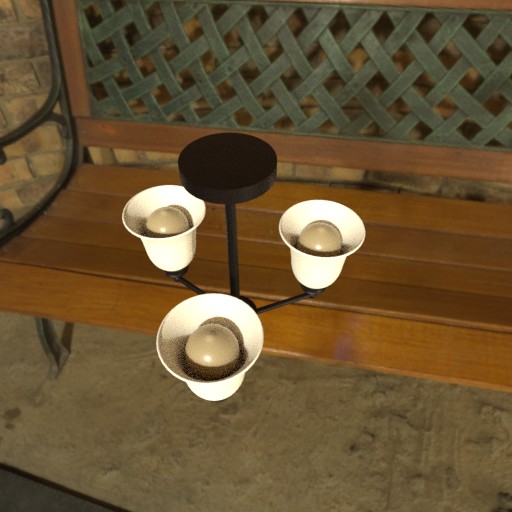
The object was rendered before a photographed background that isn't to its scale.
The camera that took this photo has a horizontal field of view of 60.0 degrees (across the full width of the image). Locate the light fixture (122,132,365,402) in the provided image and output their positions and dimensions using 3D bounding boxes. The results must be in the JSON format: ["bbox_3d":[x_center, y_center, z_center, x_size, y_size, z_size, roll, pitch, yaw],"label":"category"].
[{"bbox_3d":[0.000,0.000,0.680,0.354,0.370,0.388,-16,49,-14],"label":"light fixture"}]
